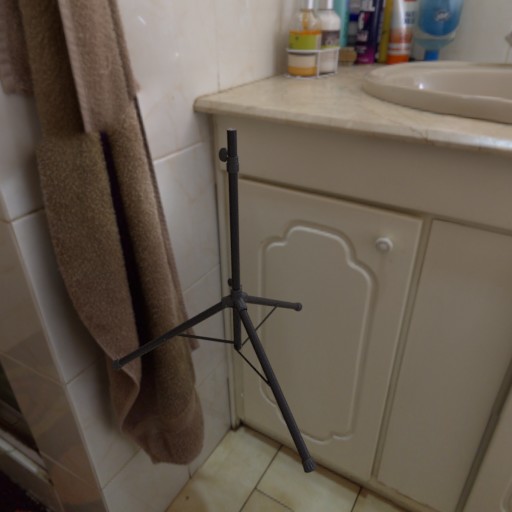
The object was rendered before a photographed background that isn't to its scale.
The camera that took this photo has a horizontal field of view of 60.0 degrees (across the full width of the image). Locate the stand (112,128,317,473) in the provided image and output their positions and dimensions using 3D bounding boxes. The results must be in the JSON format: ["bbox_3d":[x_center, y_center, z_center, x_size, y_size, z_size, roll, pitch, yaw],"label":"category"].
[{"bbox_3d":[0.000,0.000,1.877,1.045,1.136,0.907,18,35,28],"label":"stand"}]
